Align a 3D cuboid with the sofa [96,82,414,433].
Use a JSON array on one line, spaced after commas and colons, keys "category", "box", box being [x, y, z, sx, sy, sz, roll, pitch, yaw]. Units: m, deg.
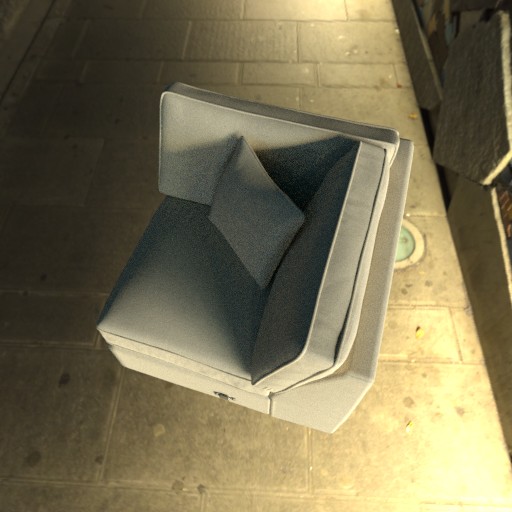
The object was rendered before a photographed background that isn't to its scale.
[{"category": "sofa", "box": [0.000, 0.000, 1.962, 1.084, 1.002, 1.146, 15, 59, 9]}]
